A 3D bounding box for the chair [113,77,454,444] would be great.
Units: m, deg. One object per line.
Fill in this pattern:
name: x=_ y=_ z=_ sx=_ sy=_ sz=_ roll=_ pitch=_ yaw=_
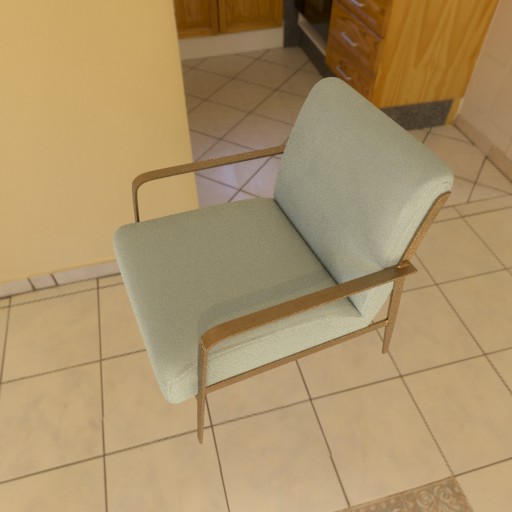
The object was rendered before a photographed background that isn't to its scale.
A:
chair: x=0.000 y=0.000 z=1.455 sx=0.842 sy=0.824 sz=0.701 roll=-19 pitch=50 yaw=-16
